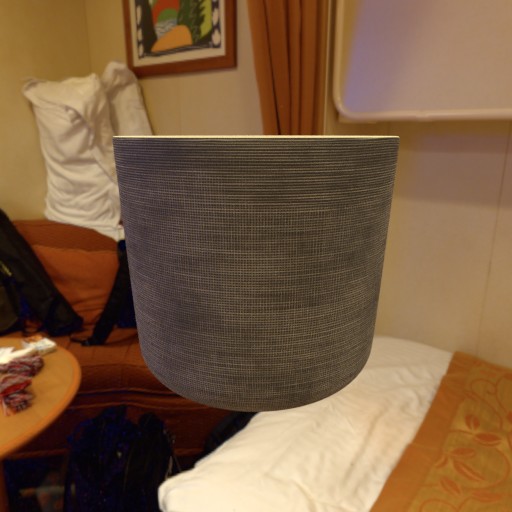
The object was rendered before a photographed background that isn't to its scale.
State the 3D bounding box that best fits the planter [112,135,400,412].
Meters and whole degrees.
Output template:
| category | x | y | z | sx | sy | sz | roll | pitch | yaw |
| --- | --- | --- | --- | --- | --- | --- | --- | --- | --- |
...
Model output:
| category | x | y | z | sx | sy | sz | roll | pitch | yaw |
| --- | --- | --- | --- | --- | --- | --- | --- | --- | --- |
| planter | 0.000 | 0.000 | 0.763 | 0.440 | 0.398 | 0.440 | 0 | 15 | 0 |
